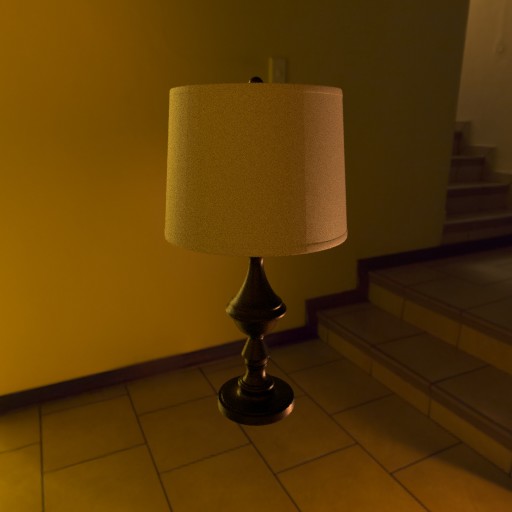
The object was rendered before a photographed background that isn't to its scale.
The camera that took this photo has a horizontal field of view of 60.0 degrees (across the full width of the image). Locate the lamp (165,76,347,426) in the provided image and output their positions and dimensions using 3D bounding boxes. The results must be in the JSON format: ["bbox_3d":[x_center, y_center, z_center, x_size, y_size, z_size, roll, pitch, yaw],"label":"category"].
[{"bbox_3d":[0.000,0.000,0.963,0.383,0.726,0.383,0,16,0],"label":"lamp"}]
